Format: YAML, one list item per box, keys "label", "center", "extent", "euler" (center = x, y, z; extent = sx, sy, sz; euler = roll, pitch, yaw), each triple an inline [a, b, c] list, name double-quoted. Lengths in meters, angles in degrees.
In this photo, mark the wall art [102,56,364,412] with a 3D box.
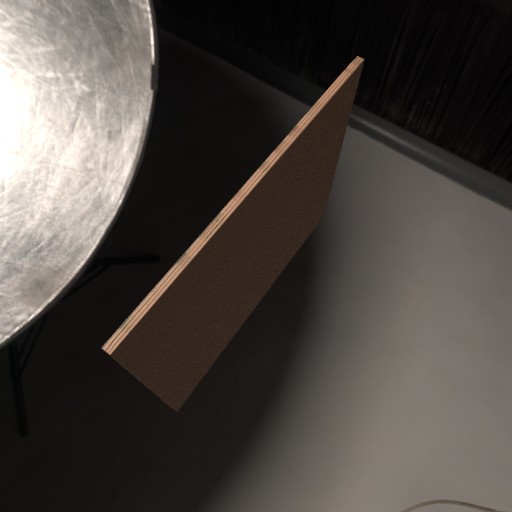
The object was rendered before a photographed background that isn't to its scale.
- label: "wall art"
  center: [0.000, 0.000, 0.708]
  extent: [0.012, 0.408, 0.508]
  euler: [32, 68, 15]
